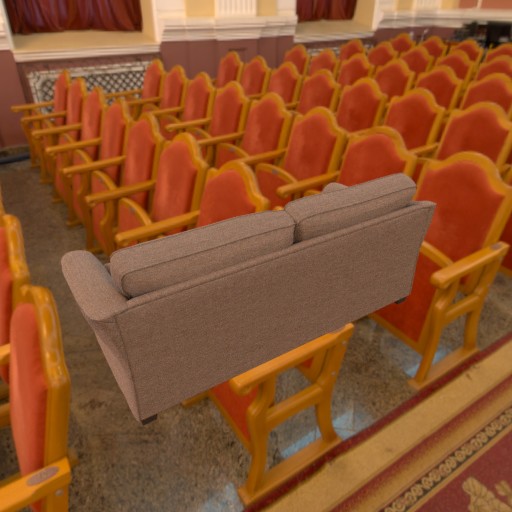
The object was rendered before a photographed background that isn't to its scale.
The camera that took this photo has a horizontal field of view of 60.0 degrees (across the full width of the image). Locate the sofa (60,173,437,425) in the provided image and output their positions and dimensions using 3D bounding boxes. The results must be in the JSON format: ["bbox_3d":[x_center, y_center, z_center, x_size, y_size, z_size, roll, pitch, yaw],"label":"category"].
[{"bbox_3d":[0.000,0.000,2.887,2.270,0.965,0.980,-18,35,-28],"label":"sofa"}]
